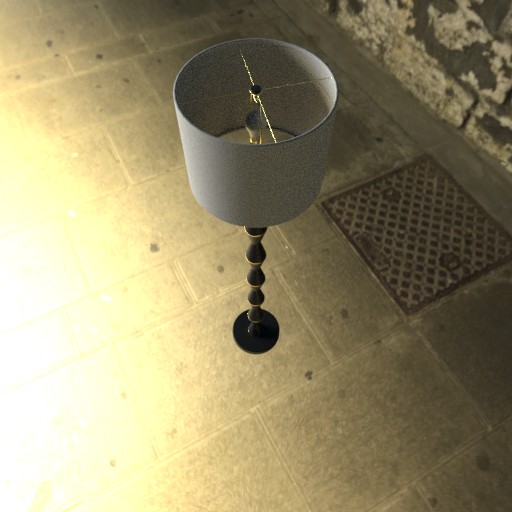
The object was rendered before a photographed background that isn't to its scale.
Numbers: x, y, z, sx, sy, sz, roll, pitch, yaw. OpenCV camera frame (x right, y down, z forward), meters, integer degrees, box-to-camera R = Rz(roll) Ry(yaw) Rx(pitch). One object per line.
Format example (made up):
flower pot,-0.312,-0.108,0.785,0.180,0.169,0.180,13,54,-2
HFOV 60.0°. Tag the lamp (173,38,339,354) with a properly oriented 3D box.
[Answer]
lamp,0.000,0.000,1.649,0.381,1.480,0.381,-12,59,-7
